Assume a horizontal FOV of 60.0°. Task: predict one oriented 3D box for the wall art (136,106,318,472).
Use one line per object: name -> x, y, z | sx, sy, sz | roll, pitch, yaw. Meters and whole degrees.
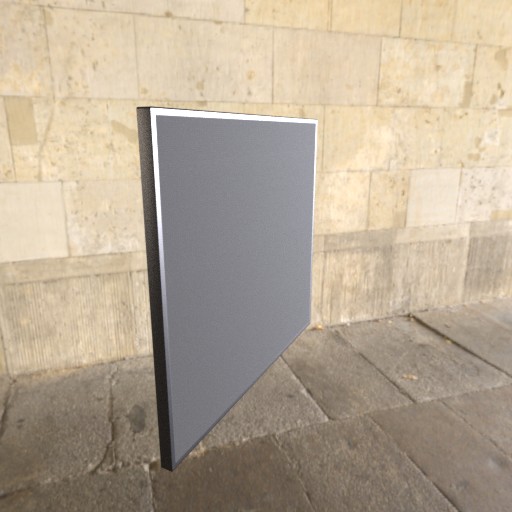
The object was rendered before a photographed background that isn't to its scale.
wall art -> 0.000, 0.000, 0.742 | 0.018, 0.450, 0.521 | 8, 17, 26
